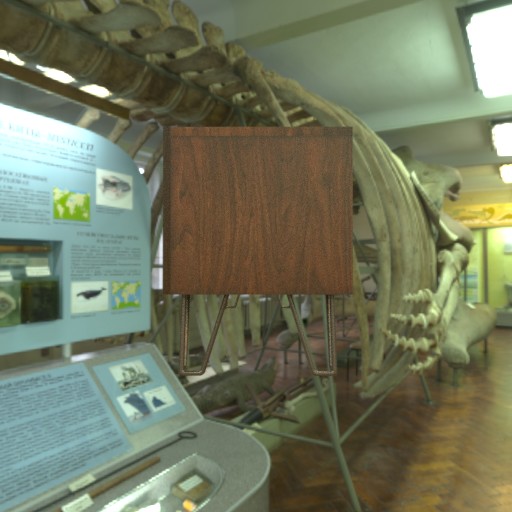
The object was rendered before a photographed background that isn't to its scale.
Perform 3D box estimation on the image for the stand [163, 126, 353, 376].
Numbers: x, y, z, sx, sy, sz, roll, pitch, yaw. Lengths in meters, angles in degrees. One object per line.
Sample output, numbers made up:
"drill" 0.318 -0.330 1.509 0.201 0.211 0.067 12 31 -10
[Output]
"stand" 0.000 0.000 1.879 0.481 0.610 1.626 0 0 0
